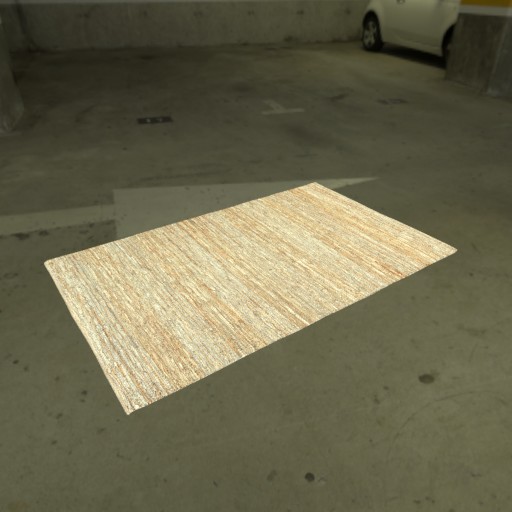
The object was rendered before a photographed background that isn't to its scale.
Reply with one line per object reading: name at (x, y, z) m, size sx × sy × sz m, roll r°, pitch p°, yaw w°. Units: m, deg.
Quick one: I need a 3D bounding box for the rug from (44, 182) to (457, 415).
rug at (0.000, 0.000, 3.056) m, size 2.446 × 0.009 × 1.529 m, roll -20°, pitch 37°, yaw -29°
